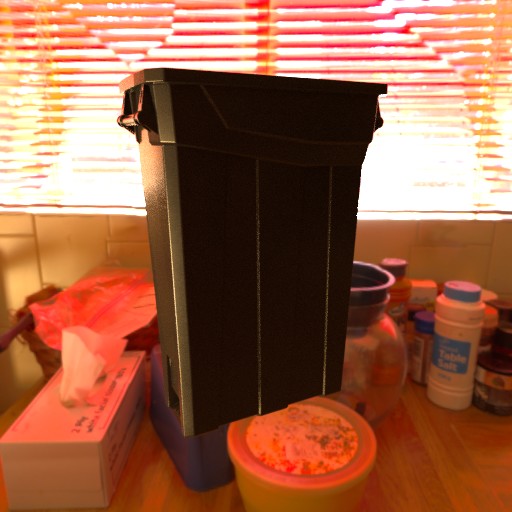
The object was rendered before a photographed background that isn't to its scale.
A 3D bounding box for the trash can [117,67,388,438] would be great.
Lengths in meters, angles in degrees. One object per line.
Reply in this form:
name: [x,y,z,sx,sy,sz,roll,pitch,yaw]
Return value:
trash can: [0.000,0.000,1.048,0.559,0.762,0.281,-7,17,-26]
